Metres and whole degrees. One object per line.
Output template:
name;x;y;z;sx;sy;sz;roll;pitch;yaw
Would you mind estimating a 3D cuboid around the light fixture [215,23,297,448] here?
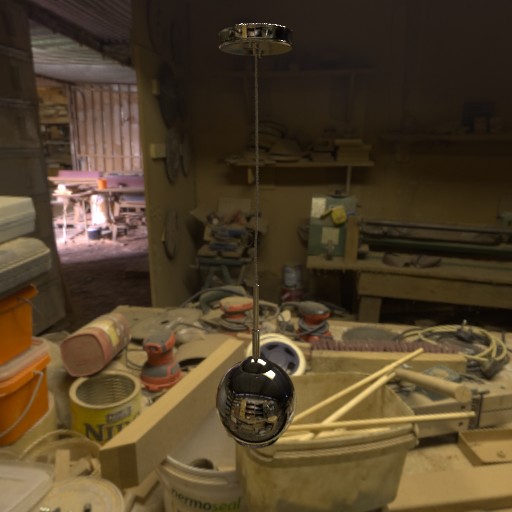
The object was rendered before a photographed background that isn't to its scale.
light fixture;0.000;0.000;1.674;0.336;1.538;0.336;3;15;10
